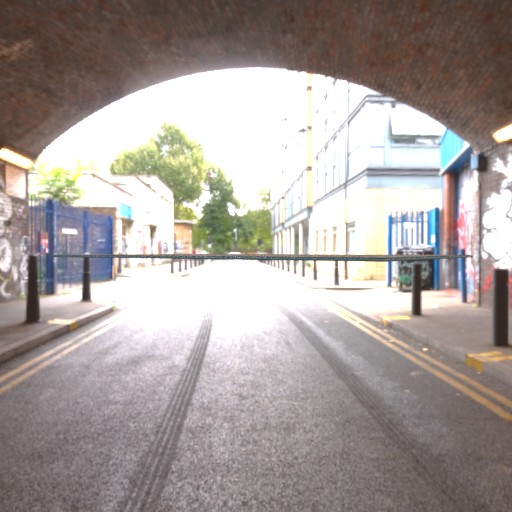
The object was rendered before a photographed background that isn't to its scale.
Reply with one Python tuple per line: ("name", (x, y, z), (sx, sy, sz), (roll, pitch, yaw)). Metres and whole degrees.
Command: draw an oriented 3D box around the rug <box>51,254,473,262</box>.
("rug", (0.000, 0.000, 2.304), (1.833, 0.012, 1.211), (0, 1, 37))
